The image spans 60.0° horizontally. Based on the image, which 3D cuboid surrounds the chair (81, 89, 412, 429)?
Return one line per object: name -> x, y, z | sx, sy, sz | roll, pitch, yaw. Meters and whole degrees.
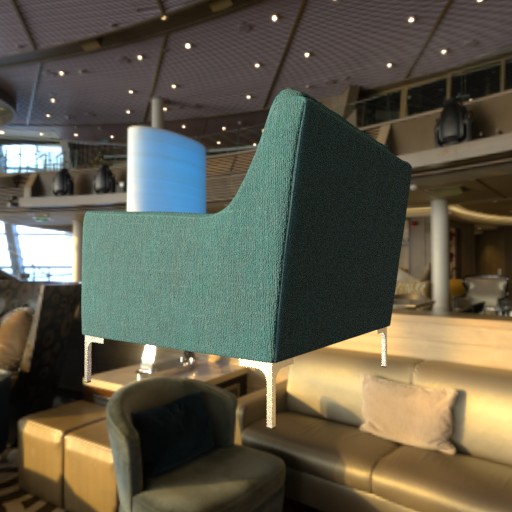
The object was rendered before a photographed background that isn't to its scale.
chair -> 0.000, 0.000, 1.544 | 0.849, 0.828, 0.847 | -1, -2, 35
